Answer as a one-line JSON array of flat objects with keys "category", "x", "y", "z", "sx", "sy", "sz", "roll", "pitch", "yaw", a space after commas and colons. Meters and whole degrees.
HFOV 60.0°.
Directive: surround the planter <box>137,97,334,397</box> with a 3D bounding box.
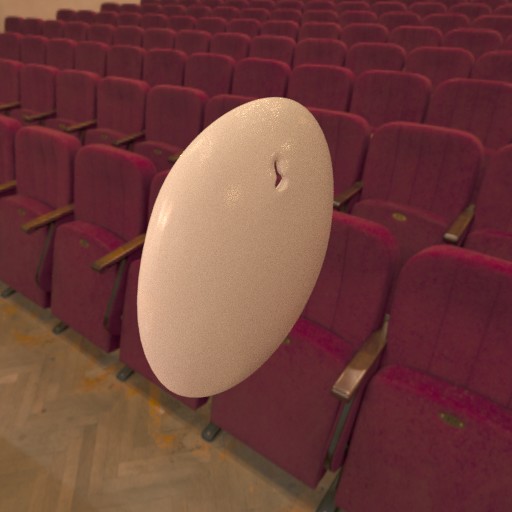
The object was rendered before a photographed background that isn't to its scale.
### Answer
[{"category": "planter", "x": 0.000, "y": 0.000, "z": 0.277, "sx": 0.043, "sy": 0.188, "sz": 0.185, "roll": 22, "pitch": 38, "yaw": 30}]
